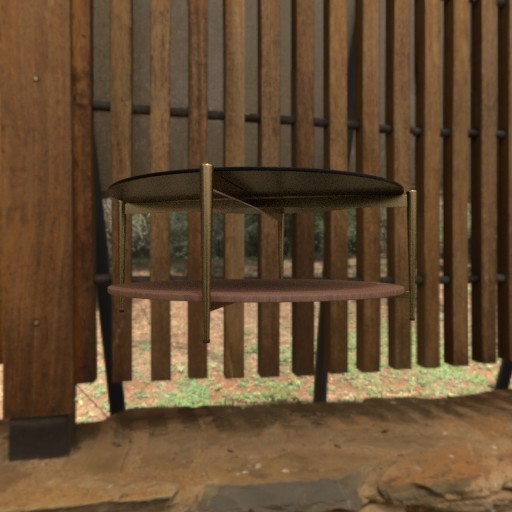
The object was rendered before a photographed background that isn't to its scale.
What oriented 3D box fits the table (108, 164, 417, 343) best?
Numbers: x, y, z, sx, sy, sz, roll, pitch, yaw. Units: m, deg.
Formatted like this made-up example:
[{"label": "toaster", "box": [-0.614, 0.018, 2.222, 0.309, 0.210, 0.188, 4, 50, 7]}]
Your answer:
[{"label": "table", "box": [0.000, 0.000, 1.479, 0.938, 0.400, 0.938, 0, -1, -17]}]
